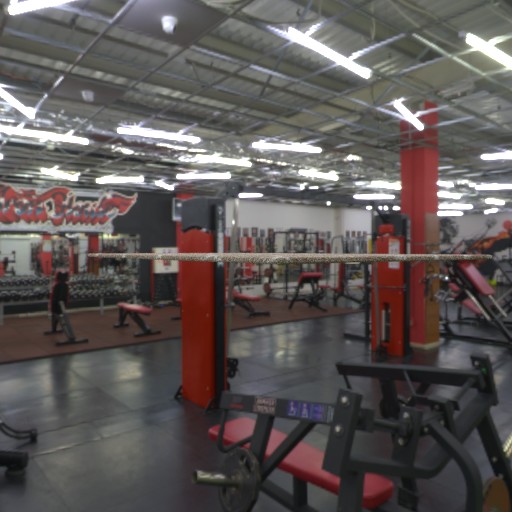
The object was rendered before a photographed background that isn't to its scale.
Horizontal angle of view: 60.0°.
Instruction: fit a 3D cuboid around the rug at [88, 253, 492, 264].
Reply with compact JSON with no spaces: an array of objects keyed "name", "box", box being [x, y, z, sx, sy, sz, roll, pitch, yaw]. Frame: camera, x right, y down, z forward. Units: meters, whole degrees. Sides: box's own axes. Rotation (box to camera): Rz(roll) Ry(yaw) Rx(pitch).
[{"name":"rug","box":[0.000,0.000,3.428,1.778,0.030,2.743,-1,1,-36]}]
